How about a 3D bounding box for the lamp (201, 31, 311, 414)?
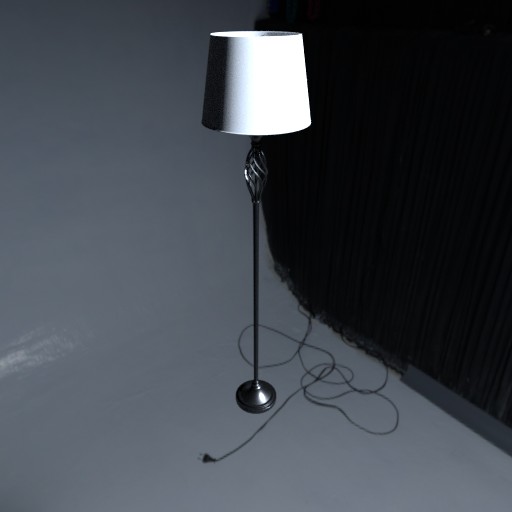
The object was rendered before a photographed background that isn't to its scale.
[{"bbox_3d":[0.000,0.000,1.809,0.379,1.623,0.379,0,30,0],"label":"lamp"}]
